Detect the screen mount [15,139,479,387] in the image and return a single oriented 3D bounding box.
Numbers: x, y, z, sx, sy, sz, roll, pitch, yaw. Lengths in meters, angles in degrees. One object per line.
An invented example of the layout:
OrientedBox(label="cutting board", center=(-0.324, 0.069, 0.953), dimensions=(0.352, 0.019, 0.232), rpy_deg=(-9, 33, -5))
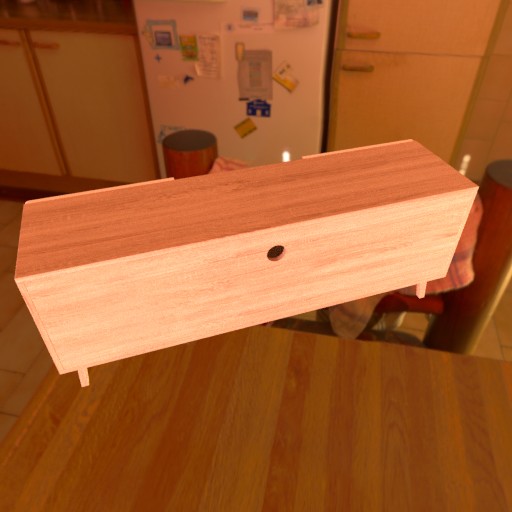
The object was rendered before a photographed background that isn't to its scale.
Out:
OrientedBox(label="screen mount", center=(0.000, 0.000, 1.700), dimensions=(1.500, 0.570, 0.420), rpy_deg=(-12, 42, -14))
